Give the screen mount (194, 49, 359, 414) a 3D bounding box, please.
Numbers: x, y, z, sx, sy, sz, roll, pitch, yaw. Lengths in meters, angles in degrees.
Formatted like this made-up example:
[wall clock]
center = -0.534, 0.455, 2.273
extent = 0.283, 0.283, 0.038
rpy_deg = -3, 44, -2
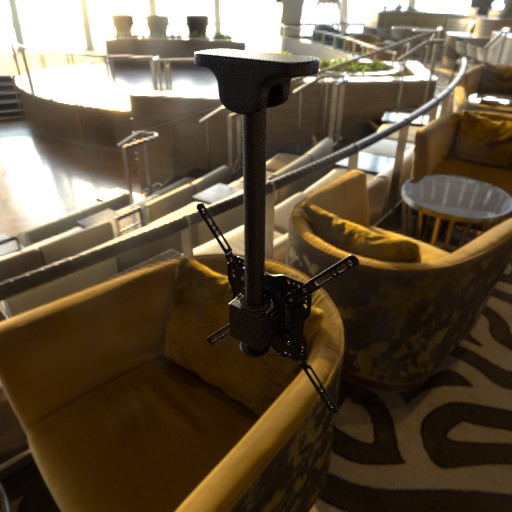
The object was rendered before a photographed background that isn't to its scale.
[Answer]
[screen mount]
center = 0.000, 0.000, 0.875
extent = 0.393, 0.729, 0.090
rpy_deg = 21, 37, 31
